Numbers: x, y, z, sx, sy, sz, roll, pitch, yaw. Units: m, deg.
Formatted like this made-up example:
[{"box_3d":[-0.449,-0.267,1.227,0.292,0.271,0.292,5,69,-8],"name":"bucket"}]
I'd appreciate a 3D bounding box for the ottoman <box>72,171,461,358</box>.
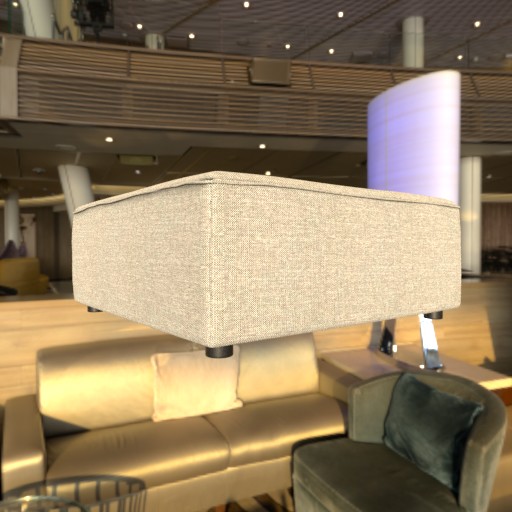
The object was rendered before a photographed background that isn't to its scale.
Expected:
[{"box_3d":[0.000,0.000,1.595,1.023,0.423,1.017,-1,1,-37],"name":"ottoman"}]
